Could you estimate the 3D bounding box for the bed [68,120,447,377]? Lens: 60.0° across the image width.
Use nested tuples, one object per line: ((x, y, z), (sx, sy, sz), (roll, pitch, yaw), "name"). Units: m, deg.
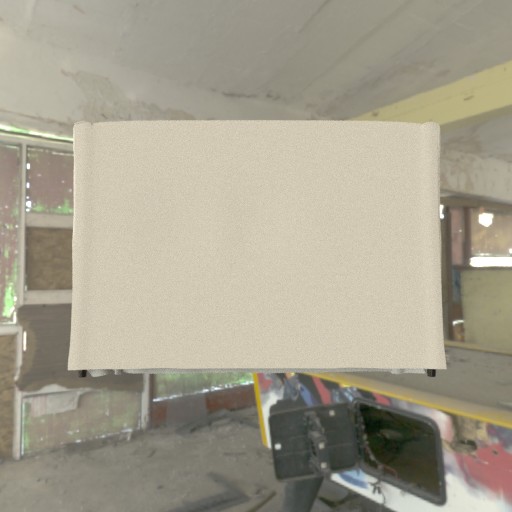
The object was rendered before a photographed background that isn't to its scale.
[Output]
((0.000, 0.000, 3.382), (1.925, 1.332, 2.276), (0, -2, 0), "bed")
